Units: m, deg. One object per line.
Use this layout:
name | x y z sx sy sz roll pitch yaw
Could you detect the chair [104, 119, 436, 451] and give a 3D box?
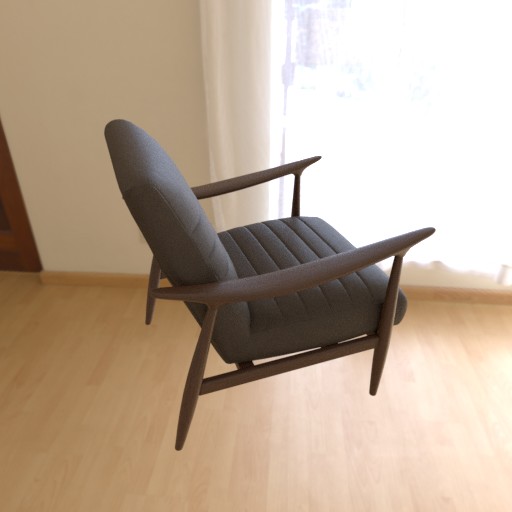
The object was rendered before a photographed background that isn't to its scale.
chair | 0.000 0.000 1.450 0.798 0.831 0.741 -11 32 -17
